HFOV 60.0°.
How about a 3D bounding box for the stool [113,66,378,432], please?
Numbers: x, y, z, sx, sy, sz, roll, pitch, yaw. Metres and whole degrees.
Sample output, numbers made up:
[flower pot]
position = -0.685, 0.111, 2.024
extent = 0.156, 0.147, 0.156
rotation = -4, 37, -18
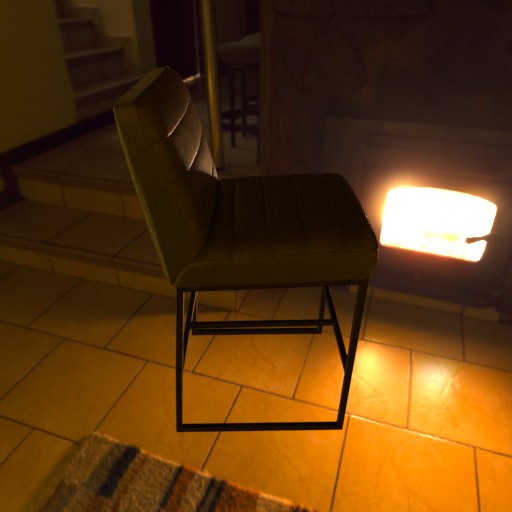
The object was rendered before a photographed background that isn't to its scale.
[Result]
[stool]
position = 0.000, 0.000, 1.242
extent = 0.552, 0.938, 0.457
rotation = -1, 31, -1
